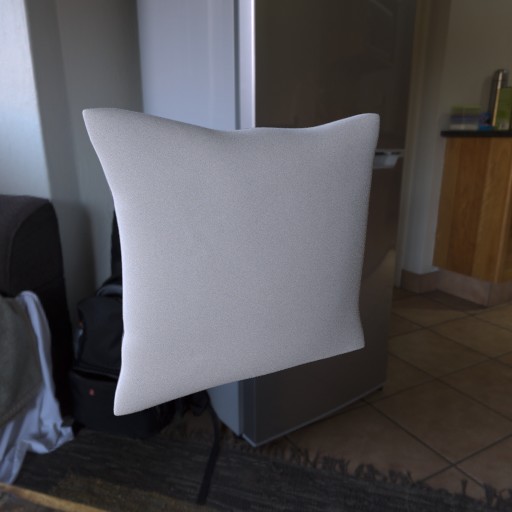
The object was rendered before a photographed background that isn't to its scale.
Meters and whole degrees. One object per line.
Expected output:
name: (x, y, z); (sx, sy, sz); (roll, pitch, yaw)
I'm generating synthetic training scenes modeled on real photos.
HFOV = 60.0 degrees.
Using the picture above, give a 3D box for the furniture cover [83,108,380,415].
furniture cover: (0.000, 0.000, 0.817); (0.552, 0.509, 0.193); (-8, 18, -26)
